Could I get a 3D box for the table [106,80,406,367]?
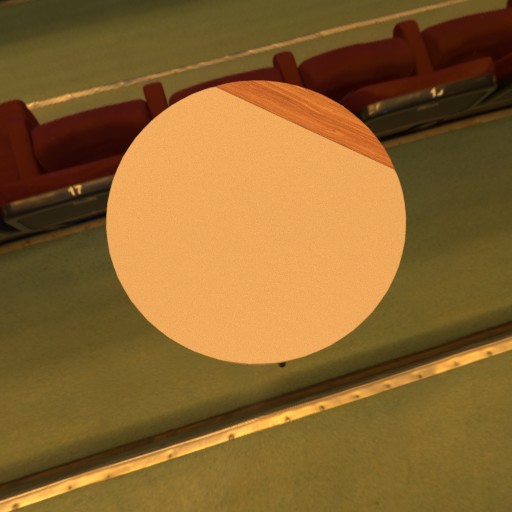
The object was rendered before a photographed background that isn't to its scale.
[{"bbox_3d":[0.000,0.000,0.895,0.450,0.525,0.450,0,75,0],"label":"table"}]
